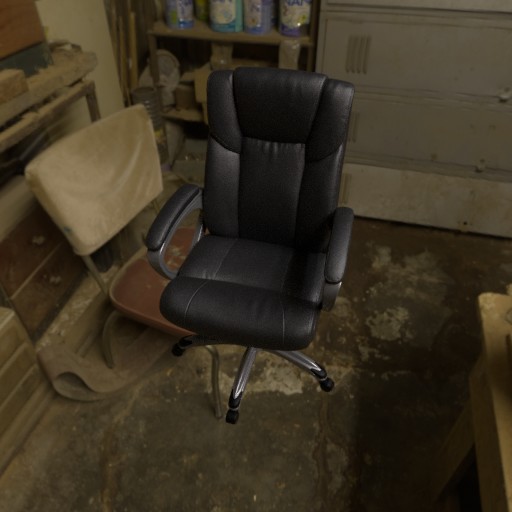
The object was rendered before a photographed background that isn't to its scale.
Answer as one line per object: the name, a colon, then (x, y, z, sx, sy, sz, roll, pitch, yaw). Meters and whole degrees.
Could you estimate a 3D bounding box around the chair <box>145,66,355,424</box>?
chair: (0.000, 0.000, 1.608, 0.721, 1.130, 0.719, 11, 41, 13)
